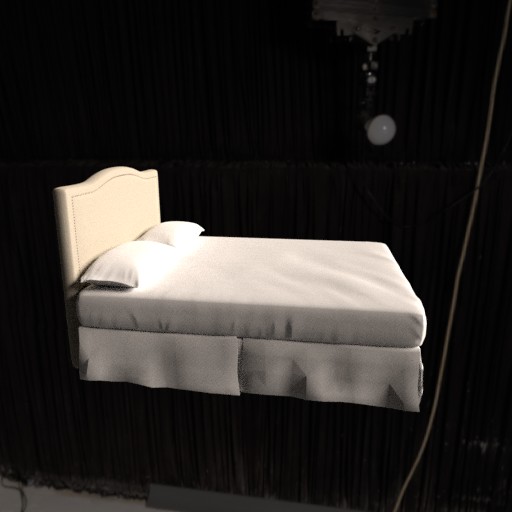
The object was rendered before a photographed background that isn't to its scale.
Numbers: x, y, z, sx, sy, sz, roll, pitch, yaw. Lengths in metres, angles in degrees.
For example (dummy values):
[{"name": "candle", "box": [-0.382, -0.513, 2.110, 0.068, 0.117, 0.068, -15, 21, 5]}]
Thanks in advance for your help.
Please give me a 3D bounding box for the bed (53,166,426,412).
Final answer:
[{"name": "bed", "box": [0.000, 0.000, 3.709, 2.477, 1.437, 1.977, 2, 15, 8]}]
